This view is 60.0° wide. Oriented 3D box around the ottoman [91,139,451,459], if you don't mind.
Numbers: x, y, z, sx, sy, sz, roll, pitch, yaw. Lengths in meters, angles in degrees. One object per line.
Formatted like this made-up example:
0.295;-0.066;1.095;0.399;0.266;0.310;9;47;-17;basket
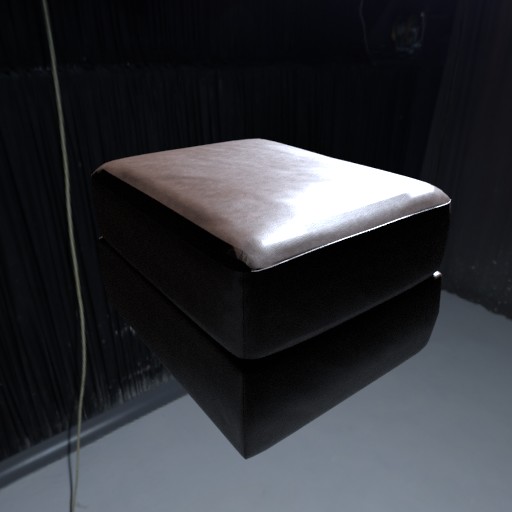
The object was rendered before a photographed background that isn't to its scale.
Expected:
0.000;0.000;1.152;0.603;0.476;0.751;-18;32;-33;ottoman
